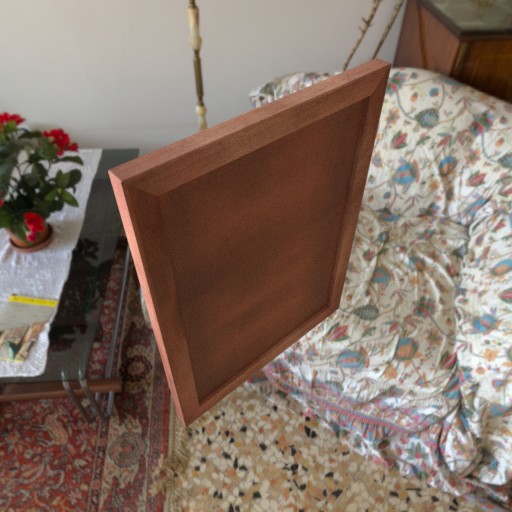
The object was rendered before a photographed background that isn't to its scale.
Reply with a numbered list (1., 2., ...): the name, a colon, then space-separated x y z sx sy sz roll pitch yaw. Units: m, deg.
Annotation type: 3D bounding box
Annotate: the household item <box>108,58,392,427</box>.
1. household item: 0.000 0.000 0.545 0.310 0.407 0.067 -32 53 -27
